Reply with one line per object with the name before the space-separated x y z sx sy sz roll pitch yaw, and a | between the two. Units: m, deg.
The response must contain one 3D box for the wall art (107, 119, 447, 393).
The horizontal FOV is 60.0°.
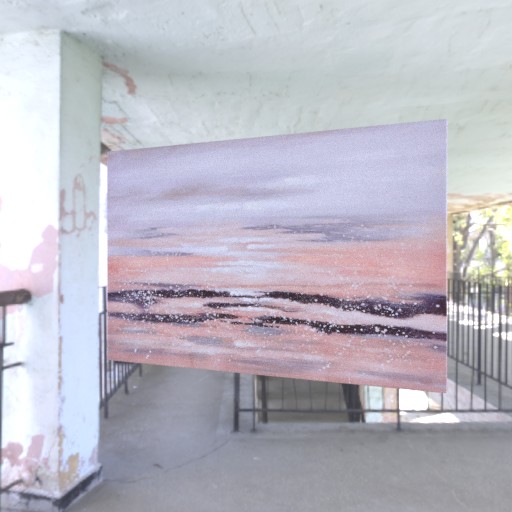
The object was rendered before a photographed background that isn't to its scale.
wall art | 0.000 0.000 1.154 0.913 0.609 0.038 0 0 20
